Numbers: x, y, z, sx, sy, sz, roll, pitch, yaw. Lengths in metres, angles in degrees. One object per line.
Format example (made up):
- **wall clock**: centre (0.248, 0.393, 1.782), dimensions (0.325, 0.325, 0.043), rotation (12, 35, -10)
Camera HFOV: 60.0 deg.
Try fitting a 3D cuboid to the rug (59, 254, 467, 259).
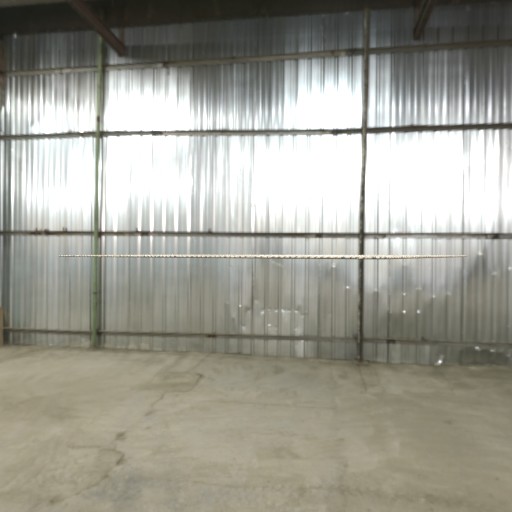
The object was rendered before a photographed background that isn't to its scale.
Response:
- **rug**: centre (0.000, 0.000, 2.244), dimensions (1.752, 0.008, 1.144), rotation (0, 0, 37)
